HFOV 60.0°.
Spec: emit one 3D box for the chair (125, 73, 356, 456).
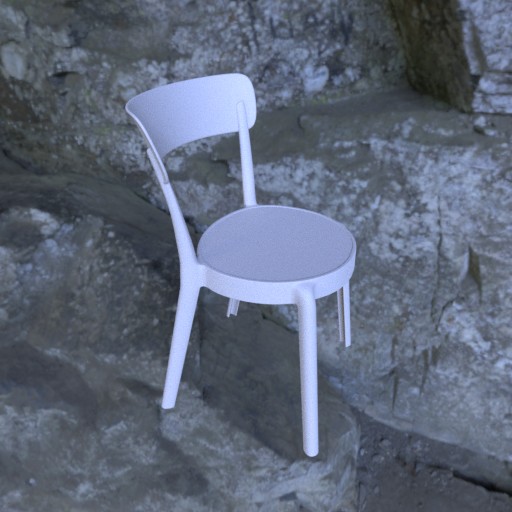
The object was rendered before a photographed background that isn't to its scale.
[{"bbox_3d":[0.000,0.000,1.129,0.491,0.790,0.506,11,33,18],"label":"chair"}]
